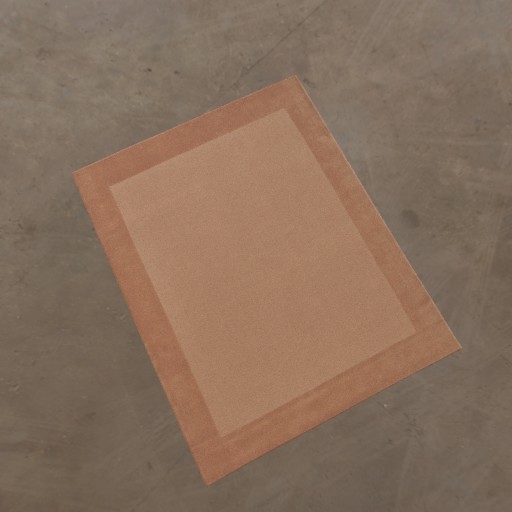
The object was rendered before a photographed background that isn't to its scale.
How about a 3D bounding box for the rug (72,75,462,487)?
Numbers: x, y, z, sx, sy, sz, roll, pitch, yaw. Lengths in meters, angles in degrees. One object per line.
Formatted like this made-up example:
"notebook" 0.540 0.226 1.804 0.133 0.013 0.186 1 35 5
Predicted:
"rug" 0.000 0.000 4.021 2.431 0.021 3.057 -26 77 -7
